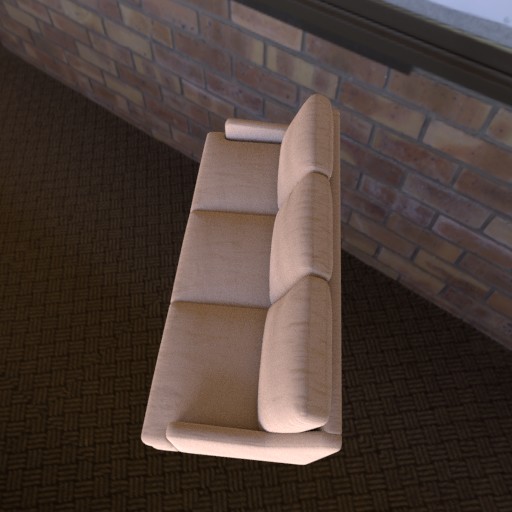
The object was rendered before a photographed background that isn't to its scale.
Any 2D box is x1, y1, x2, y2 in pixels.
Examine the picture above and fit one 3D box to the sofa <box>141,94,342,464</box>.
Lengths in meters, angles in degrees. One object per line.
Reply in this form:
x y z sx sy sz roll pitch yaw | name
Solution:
0.000 0.000 2.836 1.000 0.913 2.321 5 58 3 | sofa
